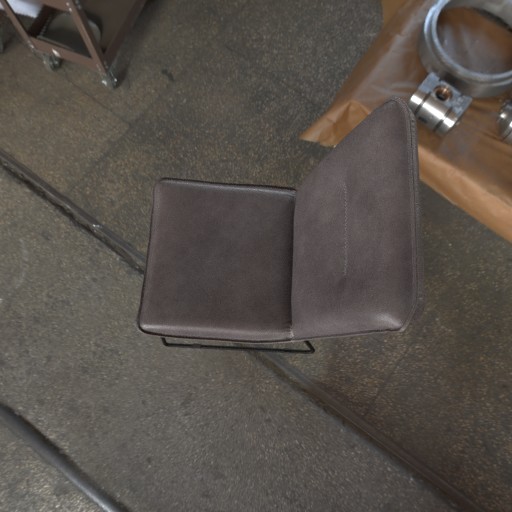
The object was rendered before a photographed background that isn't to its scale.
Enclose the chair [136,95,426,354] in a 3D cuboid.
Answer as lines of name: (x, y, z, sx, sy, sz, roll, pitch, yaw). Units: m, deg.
chair: (0.000, 0.000, 1.333, 0.688, 0.932, 0.515, 3, 75, 1)
